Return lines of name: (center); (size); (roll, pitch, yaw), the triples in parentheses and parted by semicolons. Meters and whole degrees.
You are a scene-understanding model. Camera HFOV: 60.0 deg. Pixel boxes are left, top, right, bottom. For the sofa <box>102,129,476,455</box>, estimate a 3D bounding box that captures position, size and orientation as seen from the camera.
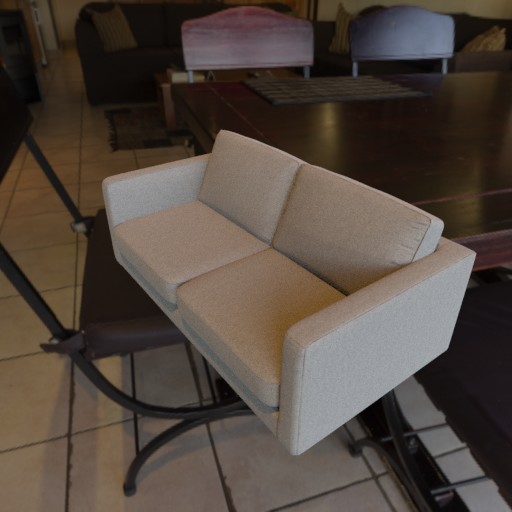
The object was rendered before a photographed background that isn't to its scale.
sofa: (0.000, 0.000, 2.306); (1.000, 0.900, 1.731); (-21, 37, -31)
